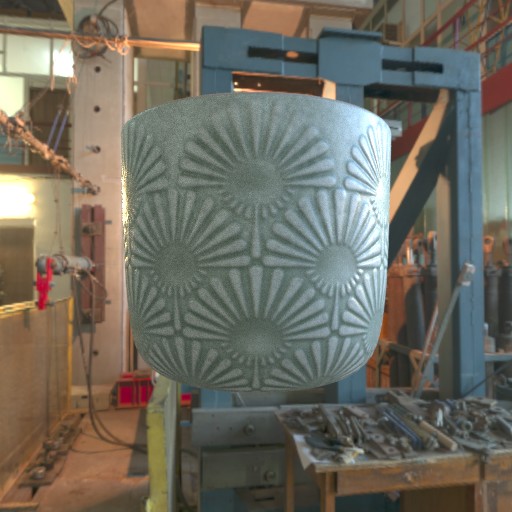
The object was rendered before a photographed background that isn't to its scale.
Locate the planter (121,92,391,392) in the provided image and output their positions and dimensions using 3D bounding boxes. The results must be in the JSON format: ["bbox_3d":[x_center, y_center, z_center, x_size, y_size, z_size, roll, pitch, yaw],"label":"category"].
[{"bbox_3d":[0.000,0.000,0.211,0.124,0.109,0.124,0,-2,0],"label":"planter"}]
